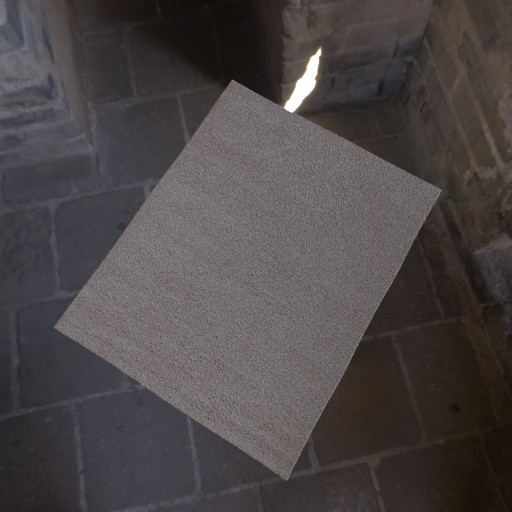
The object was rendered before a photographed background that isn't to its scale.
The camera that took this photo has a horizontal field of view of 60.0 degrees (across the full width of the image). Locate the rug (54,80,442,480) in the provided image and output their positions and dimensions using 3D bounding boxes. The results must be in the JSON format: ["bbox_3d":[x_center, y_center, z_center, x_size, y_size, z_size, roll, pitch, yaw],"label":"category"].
[{"bbox_3d":[0.000,0.000,4.129,2.400,0.026,3.000,30,77,8],"label":"rug"}]
